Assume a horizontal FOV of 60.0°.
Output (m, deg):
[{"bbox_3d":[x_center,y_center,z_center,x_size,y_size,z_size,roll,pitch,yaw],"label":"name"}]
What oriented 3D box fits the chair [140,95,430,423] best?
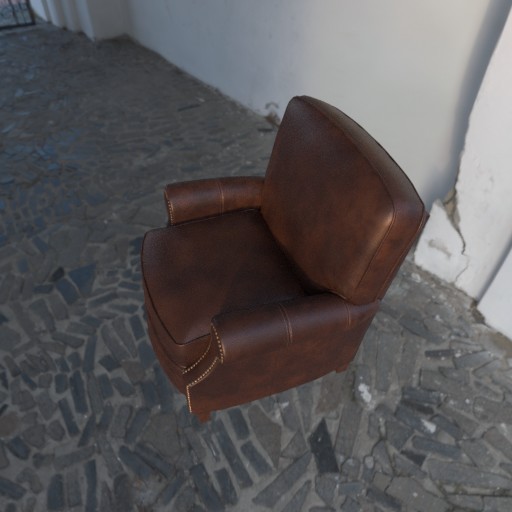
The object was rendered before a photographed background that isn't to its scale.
[{"bbox_3d":[0.000,0.000,1.808,0.986,1.018,0.936,-14,47,-14],"label":"chair"}]
